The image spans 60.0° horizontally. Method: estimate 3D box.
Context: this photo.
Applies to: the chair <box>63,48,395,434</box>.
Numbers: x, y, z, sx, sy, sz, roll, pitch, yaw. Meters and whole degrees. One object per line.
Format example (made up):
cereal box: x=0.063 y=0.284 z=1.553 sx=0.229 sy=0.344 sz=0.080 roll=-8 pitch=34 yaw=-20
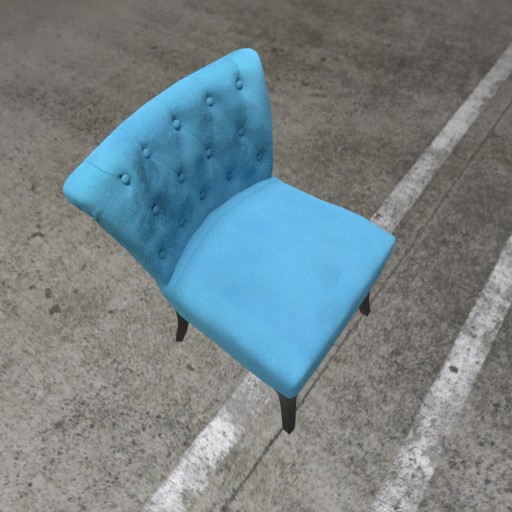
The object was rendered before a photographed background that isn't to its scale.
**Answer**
chair: x=0.000 y=0.000 z=1.179 sx=0.605 sy=0.750 sz=0.582 roll=32 pitch=62 yaw=19
